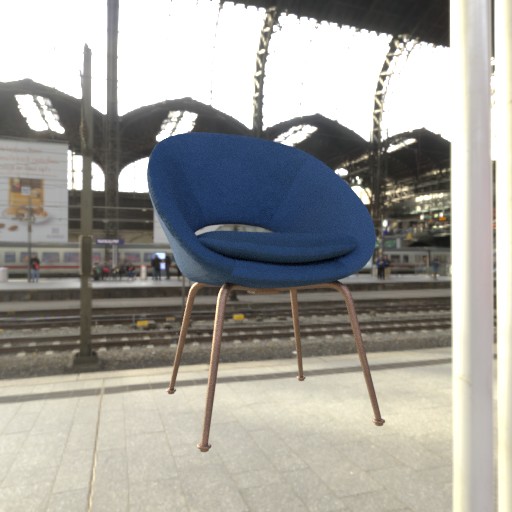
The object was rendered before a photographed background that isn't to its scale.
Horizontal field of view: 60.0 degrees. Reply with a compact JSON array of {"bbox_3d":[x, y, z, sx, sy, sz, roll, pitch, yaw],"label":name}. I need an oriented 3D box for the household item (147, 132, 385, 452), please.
[{"bbox_3d":[0.000,0.000,1.290,0.623,0.852,0.573,0,-1,-20],"label":"household item"}]
